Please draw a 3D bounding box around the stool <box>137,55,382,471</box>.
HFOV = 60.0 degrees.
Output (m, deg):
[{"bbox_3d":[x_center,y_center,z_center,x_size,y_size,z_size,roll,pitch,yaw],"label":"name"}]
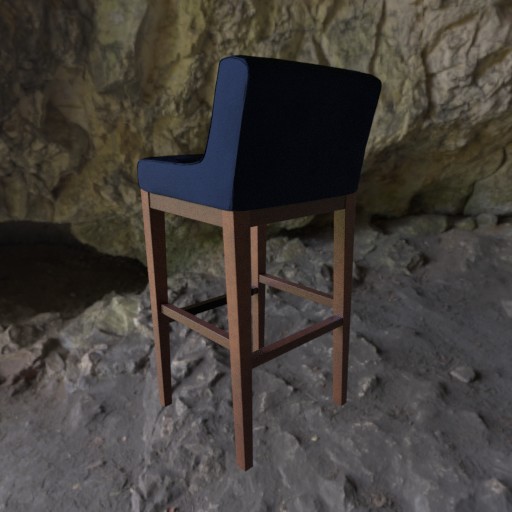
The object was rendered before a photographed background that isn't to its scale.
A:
[{"bbox_3d":[0.000,0.000,1.342,0.511,1.037,0.500,-14,21,-41],"label":"stool"}]
